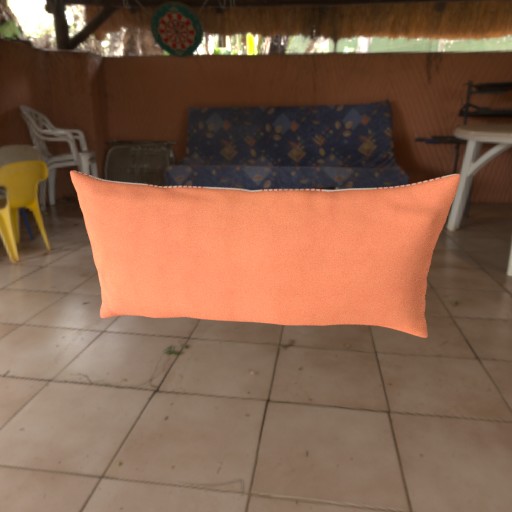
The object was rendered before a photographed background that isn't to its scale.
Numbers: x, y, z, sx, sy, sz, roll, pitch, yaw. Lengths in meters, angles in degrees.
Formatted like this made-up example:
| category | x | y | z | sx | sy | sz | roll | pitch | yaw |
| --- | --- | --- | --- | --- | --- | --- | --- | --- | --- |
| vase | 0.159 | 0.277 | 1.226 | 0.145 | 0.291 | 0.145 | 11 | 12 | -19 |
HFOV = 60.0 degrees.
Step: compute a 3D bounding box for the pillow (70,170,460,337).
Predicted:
| category | x | y | z | sx | sy | sz | roll | pitch | yaw |
| --- | --- | --- | --- | --- | --- | --- | --- | --- | --- |
| pillow | 0.000 | 0.000 | 0.754 | 0.608 | 0.292 | 0.156 | 2 | 17 | 7 |
